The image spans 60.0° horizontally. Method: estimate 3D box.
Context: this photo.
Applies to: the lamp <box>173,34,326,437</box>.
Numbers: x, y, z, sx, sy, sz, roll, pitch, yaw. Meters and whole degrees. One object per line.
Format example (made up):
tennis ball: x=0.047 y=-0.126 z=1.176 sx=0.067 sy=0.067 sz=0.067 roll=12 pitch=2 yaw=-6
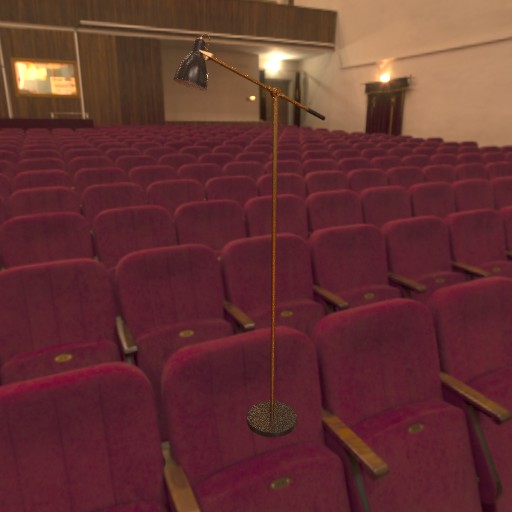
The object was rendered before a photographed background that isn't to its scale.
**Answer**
lamp: x=0.000 y=0.000 z=1.820 sx=0.618 sy=1.628 sz=0.235 roll=-7 pitch=18 yaw=-24
